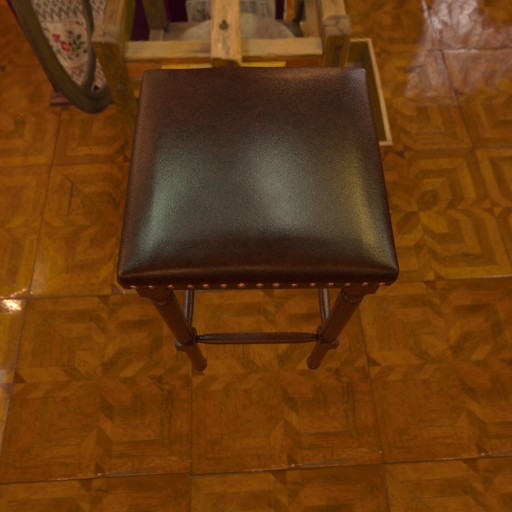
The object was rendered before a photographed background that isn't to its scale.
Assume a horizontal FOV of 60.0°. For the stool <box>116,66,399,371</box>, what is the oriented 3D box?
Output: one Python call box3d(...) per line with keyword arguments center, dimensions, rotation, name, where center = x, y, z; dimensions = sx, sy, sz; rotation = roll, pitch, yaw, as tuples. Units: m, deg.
box3d(center=(0.000, 0.000, 0.966), dimensions=(0.382, 0.768, 0.383), rotation=(-1, 65, 0), name="stool")
